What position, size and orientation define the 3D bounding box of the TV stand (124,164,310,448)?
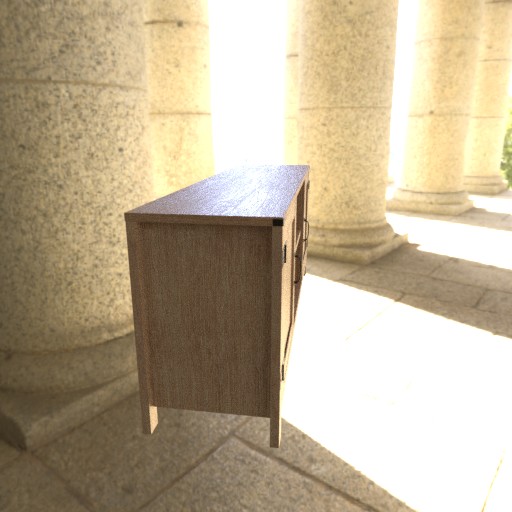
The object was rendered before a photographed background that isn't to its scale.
[{"bbox_3d":[0.000,0.000,1.787,0.398,0.610,1.466,2,16,9],"label":"TV stand"}]
